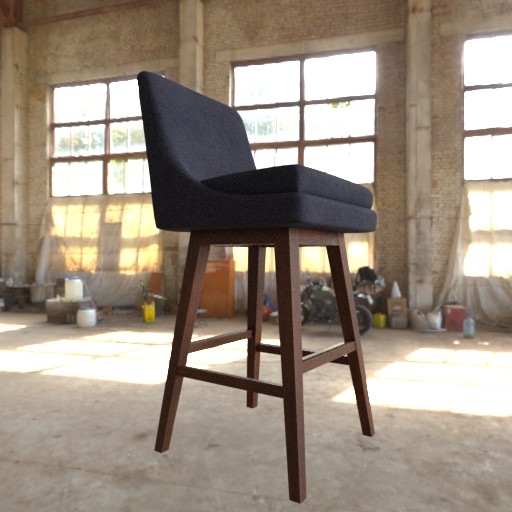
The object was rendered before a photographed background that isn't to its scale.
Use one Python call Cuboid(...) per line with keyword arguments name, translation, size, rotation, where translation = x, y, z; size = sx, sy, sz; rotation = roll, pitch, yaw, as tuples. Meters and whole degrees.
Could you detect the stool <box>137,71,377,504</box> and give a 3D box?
Cuboid(name="stool", translation=(0.000, 0.000, 1.293), size=(0.572, 1.068, 0.489), rotation=(0, 0, 35))
